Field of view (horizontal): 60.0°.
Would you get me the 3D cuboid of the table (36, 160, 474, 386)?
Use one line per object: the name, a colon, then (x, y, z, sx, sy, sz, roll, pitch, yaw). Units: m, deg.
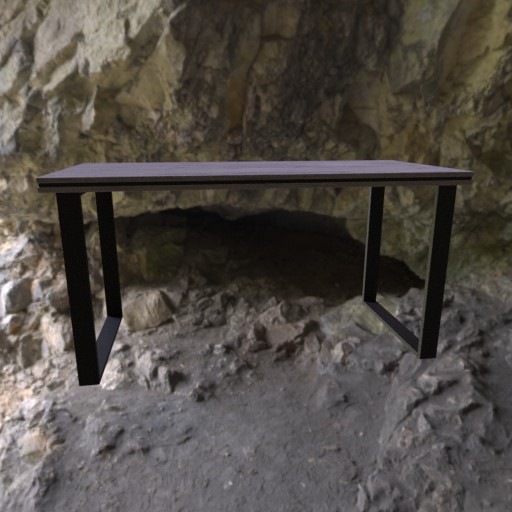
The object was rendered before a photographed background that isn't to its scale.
table: (0.000, 0.000, 2.276, 1.778, 0.899, 0.795, -2, 16, -8)
